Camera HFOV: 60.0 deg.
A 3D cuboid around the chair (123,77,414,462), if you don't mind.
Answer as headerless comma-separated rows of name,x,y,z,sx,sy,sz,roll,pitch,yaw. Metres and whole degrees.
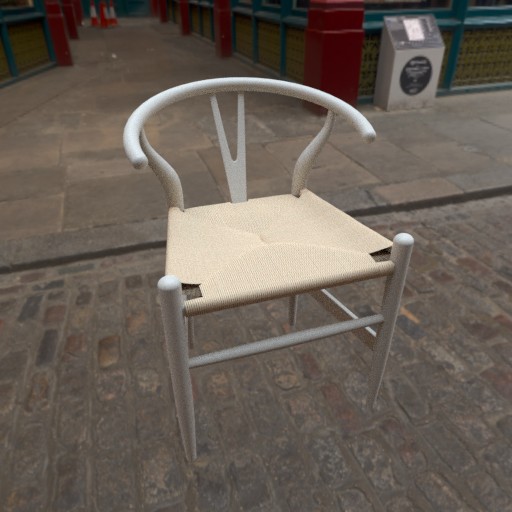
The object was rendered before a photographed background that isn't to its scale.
chair,0.000,0.000,1.079,0.533,0.736,0.500,-10,34,-16
